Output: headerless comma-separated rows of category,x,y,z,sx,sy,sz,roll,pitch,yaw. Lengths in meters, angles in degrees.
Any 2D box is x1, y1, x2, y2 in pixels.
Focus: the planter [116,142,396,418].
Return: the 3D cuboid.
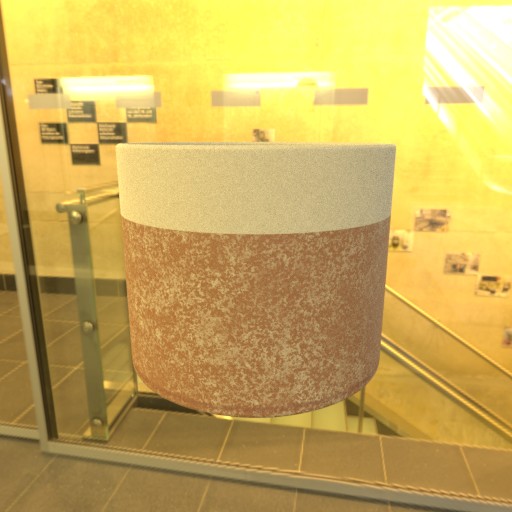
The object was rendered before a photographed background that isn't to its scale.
planter,0.000,0.000,0.279,0.159,0.138,0.159,0,15,0
